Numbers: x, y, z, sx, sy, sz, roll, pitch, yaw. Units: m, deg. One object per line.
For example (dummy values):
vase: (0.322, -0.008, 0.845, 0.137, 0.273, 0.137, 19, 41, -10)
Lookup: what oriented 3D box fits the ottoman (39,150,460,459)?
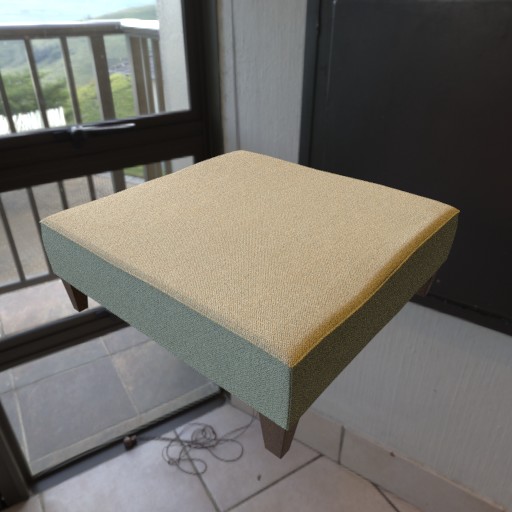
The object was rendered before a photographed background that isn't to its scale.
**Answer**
ottoman: (0.000, 0.000, 1.519, 1.004, 0.379, 0.968, 23, 37, 34)
